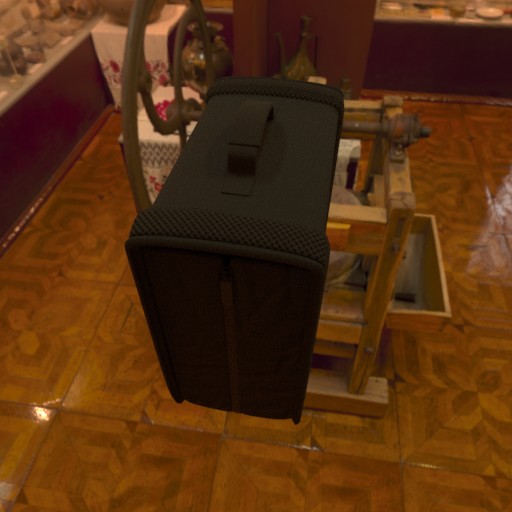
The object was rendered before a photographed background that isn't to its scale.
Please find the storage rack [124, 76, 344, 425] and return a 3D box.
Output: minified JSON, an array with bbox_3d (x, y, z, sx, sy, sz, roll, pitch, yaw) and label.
[{"bbox_3d":[0.000,0.000,0.554,0.168,0.387,0.297,8,47,7],"label":"storage rack"}]
